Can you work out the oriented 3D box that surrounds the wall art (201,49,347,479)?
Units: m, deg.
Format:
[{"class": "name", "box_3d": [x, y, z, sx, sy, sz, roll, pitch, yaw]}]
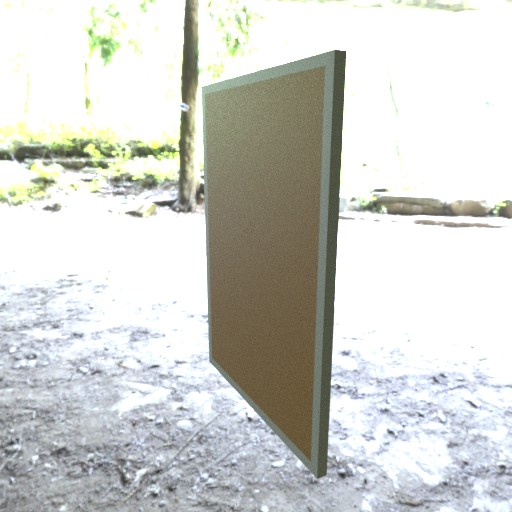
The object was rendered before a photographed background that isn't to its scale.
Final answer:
[{"class": "wall art", "box_3d": [0.000, 0.000, 0.561, 0.013, 0.433, 0.303, -8, 16, -28]}]
